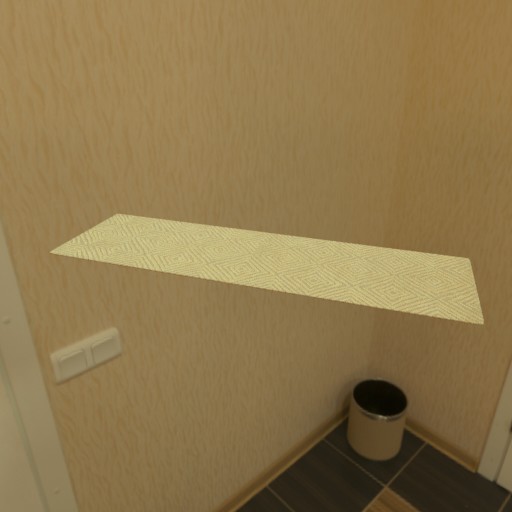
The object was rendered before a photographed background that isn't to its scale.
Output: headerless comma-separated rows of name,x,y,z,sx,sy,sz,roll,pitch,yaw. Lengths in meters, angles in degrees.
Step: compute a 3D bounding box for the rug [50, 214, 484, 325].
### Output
rug,0.000,0.000,2.501,2.277,0.008,0.676,8,27,17
